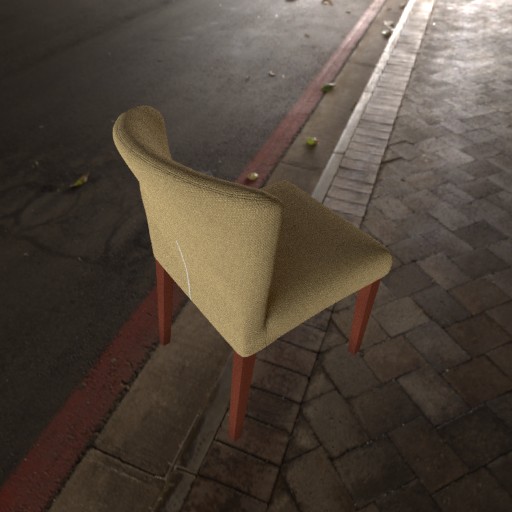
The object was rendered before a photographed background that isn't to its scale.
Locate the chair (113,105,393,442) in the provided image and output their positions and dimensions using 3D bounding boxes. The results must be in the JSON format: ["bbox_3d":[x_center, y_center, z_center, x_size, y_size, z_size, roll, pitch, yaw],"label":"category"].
[{"bbox_3d":[0.000,0.000,1.210,0.589,0.839,0.491,-27,48,-26],"label":"chair"}]
